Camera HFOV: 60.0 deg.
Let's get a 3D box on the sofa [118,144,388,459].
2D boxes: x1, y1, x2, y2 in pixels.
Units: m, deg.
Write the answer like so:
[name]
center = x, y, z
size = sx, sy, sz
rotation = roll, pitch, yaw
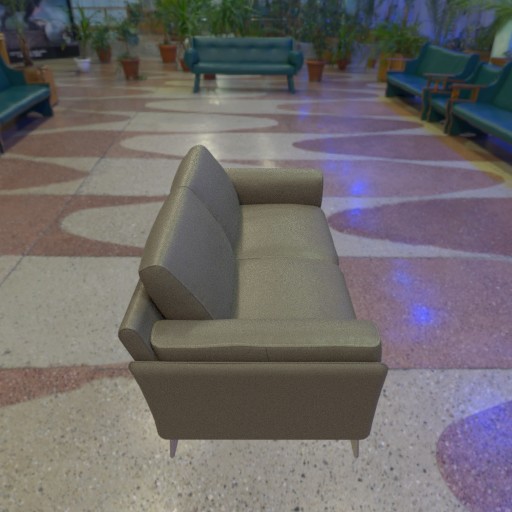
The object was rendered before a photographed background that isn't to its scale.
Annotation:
[sofa]
center = 0.000, 0.000, 2.655
size = 1.049, 0.930, 2.101
rotation = 0, 31, 0
